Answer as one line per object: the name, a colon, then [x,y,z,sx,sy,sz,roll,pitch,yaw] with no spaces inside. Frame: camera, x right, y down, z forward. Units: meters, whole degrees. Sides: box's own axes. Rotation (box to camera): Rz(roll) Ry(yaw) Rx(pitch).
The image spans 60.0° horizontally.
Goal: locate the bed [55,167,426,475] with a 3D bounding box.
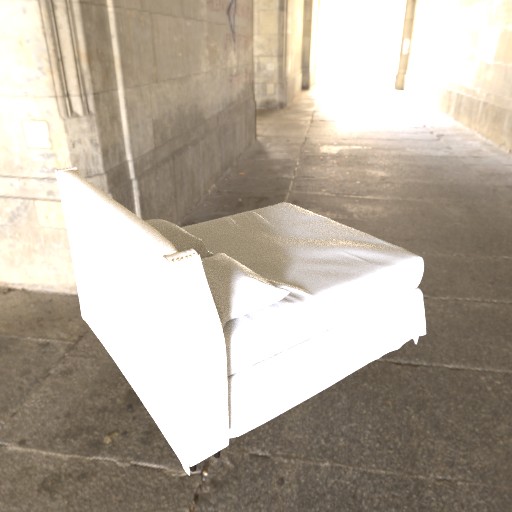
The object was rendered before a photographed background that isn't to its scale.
bed: [0.000,0.000,3.400,2.276,1.332,1.925,-17,30,-32]
